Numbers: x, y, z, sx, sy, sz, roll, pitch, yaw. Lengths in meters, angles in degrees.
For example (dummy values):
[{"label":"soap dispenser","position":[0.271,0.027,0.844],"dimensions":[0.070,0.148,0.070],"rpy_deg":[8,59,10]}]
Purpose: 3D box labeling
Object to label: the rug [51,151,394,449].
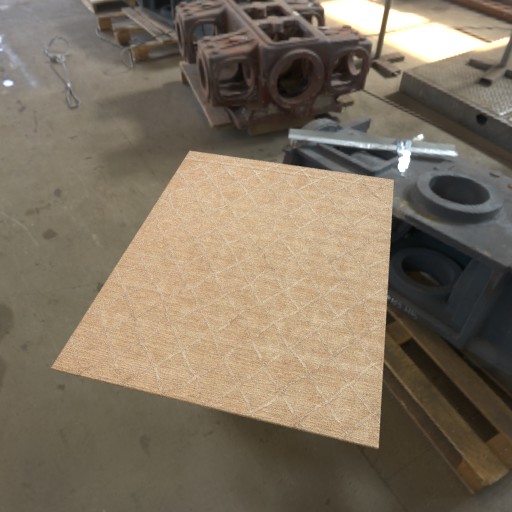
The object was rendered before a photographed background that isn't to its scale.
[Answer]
[{"label":"rug","position":[0.000,0.000,4.145],"dimensions":[2.420,0.019,3.039],"rpy_deg":[10,47,10]}]
